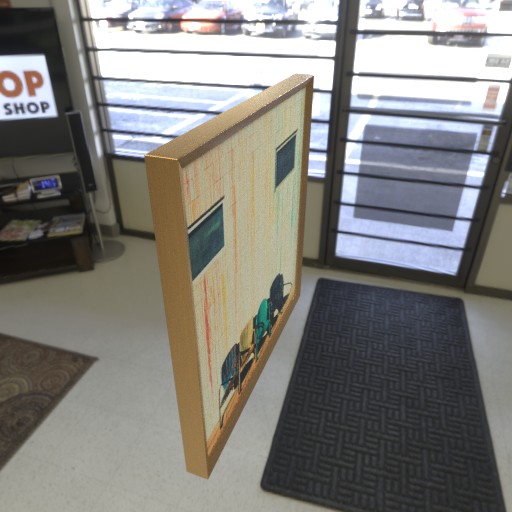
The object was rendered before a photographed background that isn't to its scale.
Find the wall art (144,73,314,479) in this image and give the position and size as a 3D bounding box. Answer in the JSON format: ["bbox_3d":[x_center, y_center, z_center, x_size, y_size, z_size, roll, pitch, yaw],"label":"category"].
[{"bbox_3d":[0.000,0.000,0.752,0.037,0.505,0.505,11,33,18],"label":"wall art"}]
